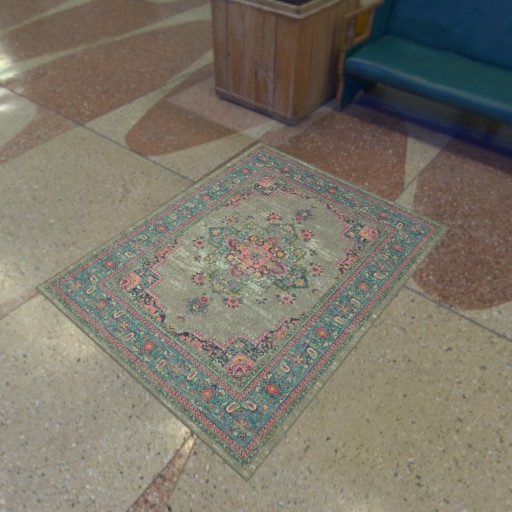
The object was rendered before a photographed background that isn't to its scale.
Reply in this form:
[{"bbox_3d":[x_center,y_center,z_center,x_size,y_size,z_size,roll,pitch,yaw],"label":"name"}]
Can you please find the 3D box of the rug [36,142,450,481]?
[{"bbox_3d":[0.000,0.000,4.105,2.434,0.013,3.057,31,54,27],"label":"rug"}]
